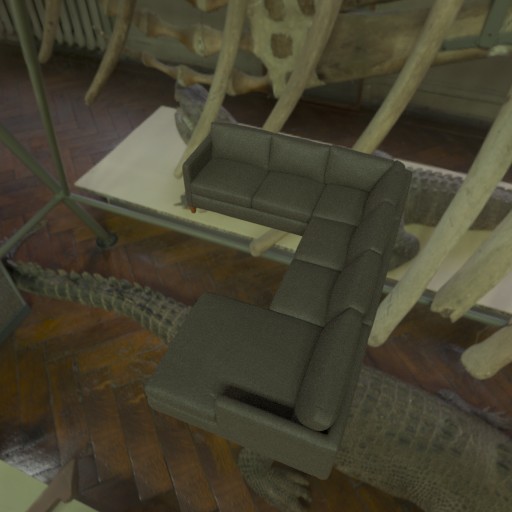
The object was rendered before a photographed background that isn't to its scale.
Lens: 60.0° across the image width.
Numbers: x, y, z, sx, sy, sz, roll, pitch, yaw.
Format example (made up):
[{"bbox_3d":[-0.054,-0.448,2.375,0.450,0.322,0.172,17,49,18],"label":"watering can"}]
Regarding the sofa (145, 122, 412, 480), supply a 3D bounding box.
[{"bbox_3d":[0.000,0.000,4.569,2.594,0.961,3.460,16,49,15],"label":"sofa"}]
